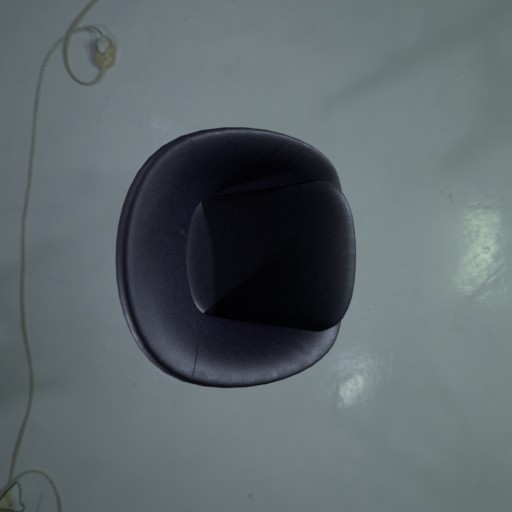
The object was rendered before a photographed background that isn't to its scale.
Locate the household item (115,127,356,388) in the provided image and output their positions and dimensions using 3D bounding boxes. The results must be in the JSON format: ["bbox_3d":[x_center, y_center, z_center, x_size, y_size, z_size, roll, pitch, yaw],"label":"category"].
[{"bbox_3d":[0.000,0.000,1.286,0.573,0.852,0.623,0,91,-1],"label":"household item"}]
